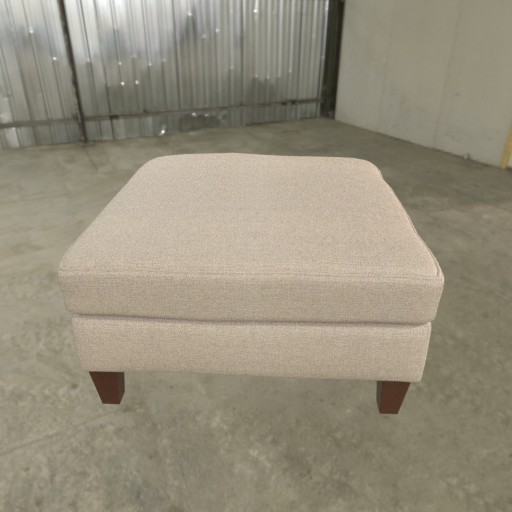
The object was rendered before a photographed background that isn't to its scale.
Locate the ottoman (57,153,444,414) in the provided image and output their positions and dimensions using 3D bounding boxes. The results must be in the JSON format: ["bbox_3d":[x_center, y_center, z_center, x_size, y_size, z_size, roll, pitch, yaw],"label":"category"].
[{"bbox_3d":[0.000,0.000,1.364,0.838,0.481,0.838,1,29,2],"label":"ottoman"}]
